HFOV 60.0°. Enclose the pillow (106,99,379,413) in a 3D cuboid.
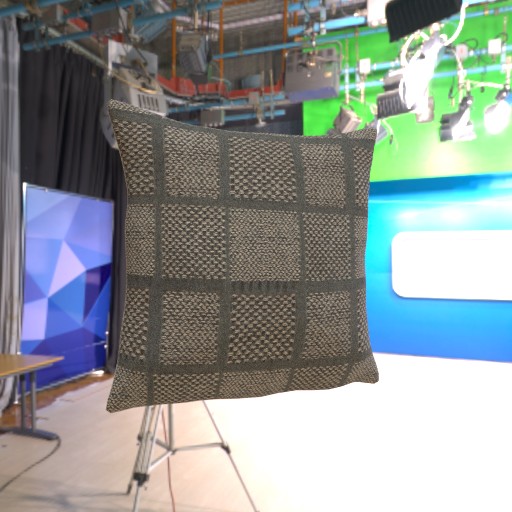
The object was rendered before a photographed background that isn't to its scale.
[{"bbox_3d":[0.000,0.000,0.677,0.435,0.432,0.138,0,0,-19],"label":"pillow"}]
